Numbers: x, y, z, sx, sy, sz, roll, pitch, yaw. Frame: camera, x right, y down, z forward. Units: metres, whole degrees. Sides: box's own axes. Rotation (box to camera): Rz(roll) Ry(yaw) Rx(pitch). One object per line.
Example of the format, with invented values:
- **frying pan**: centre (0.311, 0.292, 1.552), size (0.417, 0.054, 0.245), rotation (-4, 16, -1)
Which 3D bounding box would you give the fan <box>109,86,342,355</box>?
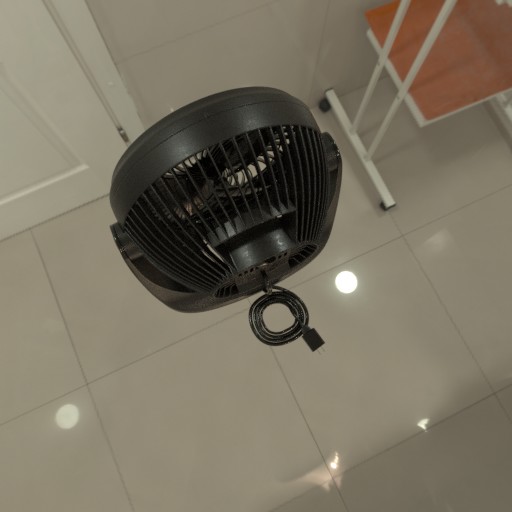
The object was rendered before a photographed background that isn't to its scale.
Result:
- **fan**: centre (0.000, 0.000, 0.485), size (0.273, 0.277, 0.256), rotation (-25, 77, -6)
